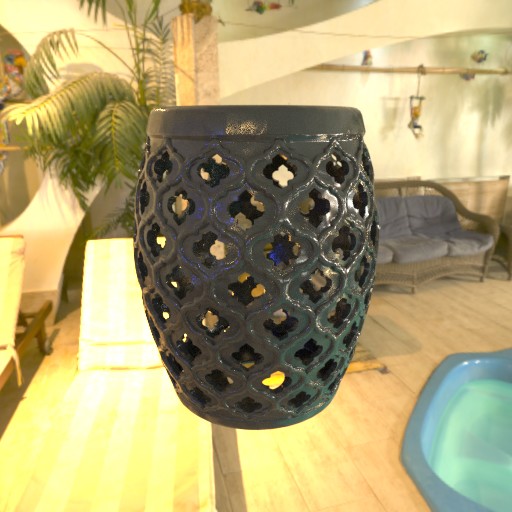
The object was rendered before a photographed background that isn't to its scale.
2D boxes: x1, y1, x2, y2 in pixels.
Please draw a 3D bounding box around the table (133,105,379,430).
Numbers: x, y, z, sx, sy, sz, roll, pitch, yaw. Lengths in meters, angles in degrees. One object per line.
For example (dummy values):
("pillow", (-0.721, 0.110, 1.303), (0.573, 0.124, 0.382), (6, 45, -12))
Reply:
("table", (0.000, 0.000, 0.613), (0.325, 0.388, 0.325), (0, 17, 0))
